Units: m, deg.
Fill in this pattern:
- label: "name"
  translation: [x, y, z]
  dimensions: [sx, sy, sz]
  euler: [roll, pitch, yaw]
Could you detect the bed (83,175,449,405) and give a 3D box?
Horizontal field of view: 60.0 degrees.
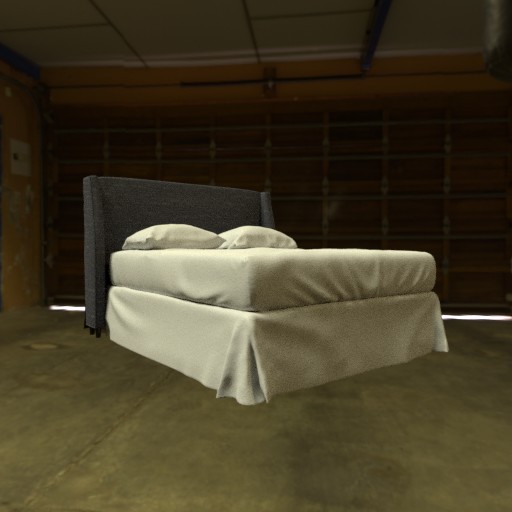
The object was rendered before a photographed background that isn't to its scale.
- label: "bed"
  translation: [0.000, 0.000, 3.384]
  dimensions: [1.925, 1.332, 2.276]
  euler: [-1, 2, -38]
